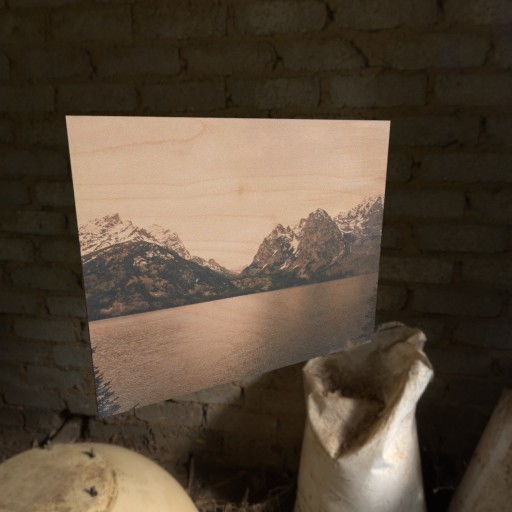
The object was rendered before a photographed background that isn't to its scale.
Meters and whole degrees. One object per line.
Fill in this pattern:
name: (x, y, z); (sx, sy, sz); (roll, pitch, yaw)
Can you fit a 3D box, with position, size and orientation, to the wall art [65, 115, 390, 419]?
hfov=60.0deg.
wall art: (0.000, 0.000, 0.690); (0.508, 0.408, 0.010); (-8, 18, -27)
